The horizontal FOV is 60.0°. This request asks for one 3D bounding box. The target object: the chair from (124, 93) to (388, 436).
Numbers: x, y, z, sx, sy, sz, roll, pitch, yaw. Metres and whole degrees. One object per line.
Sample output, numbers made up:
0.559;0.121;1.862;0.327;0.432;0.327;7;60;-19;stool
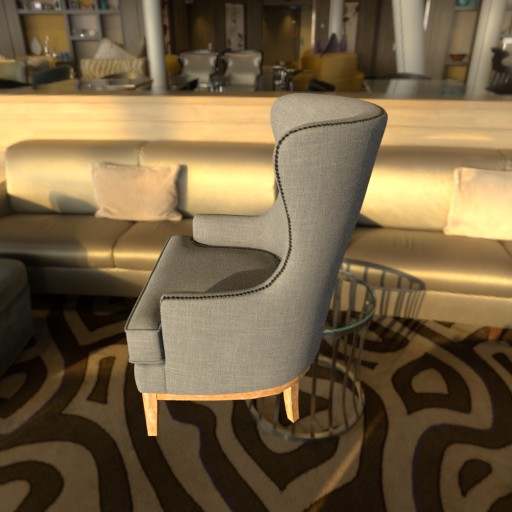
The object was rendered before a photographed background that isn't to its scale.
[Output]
0.000;0.000;1.801;0.883;1.176;0.864;0;26;1;chair
